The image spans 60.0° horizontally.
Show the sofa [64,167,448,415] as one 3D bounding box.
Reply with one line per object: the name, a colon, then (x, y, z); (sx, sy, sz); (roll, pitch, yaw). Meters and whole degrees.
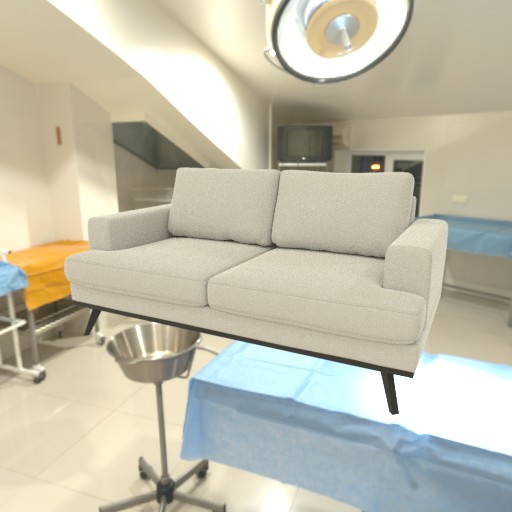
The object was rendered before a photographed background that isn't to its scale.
sofa: (0.000, 0.000, 2.165); (1.650, 0.810, 0.920); (7, 15, 26)
